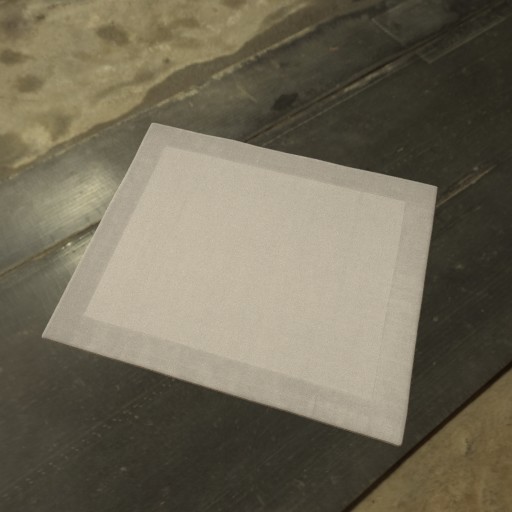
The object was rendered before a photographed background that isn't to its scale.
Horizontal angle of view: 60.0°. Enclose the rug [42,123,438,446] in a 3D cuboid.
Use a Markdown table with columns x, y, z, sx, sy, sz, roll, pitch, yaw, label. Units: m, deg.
| x | y | z | sx | sy | sz | roll | pitch | yaw | label |
| --- | --- | --- | --- | --- | --- | --- | --- | --- | --- |
| 0.000 | 0.000 | 3.967 | 2.976 | 0.018 | 2.430 | 15 | 64 | 7 | rug |
